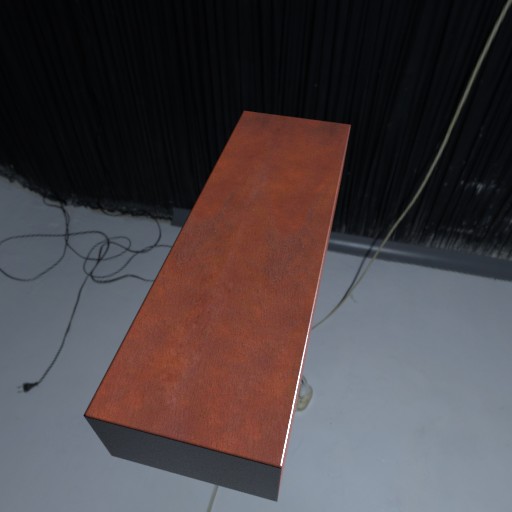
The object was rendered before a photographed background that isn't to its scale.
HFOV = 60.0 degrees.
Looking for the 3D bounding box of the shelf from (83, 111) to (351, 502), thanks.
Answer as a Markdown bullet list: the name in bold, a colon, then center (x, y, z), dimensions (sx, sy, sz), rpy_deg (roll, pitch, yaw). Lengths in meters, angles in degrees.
- **shelf**: center (0.000, 0.000, 0.503), dimensions (0.152, 0.088, 0.457), rpy_deg (11, 48, 10)
